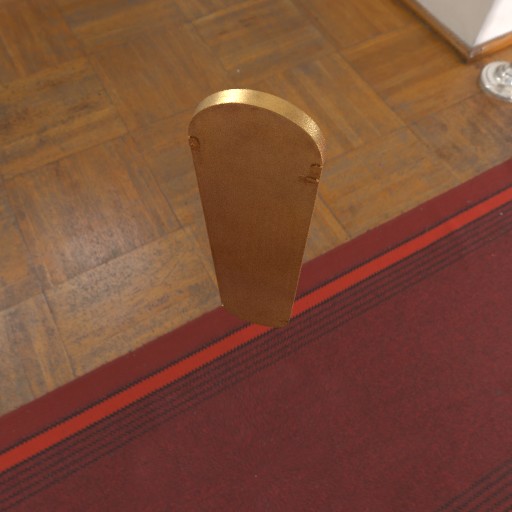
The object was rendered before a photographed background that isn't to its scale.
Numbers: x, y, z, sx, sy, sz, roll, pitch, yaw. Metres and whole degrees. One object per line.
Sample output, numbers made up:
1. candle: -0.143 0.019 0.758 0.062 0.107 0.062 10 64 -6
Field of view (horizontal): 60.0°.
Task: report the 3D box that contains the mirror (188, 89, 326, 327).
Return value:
1. mirror: 0.000 0.000 1.065 0.222 0.991 0.032 14 64 7
